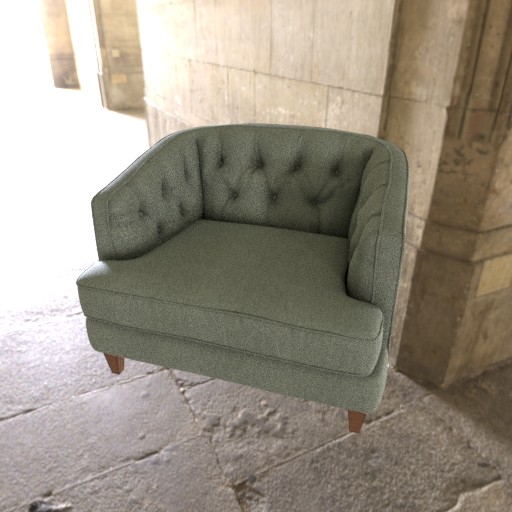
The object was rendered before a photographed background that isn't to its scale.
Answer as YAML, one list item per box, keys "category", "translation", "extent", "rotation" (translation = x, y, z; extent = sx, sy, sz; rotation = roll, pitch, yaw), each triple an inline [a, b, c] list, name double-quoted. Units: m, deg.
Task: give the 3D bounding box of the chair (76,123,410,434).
- category: "chair"
  translation: [0.000, 0.000, 1.761]
  extent: [1.094, 0.852, 0.945]
  rotation: [8, 29, 16]
